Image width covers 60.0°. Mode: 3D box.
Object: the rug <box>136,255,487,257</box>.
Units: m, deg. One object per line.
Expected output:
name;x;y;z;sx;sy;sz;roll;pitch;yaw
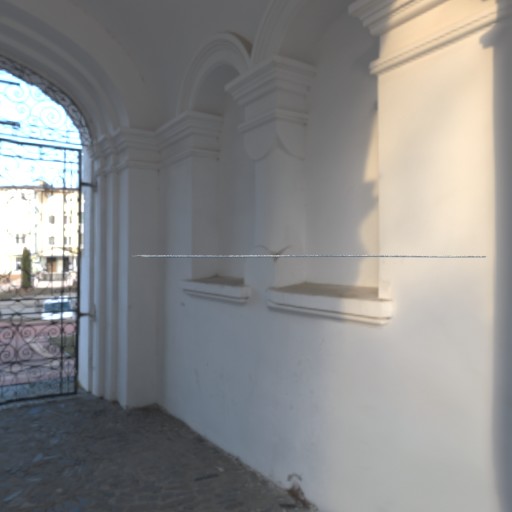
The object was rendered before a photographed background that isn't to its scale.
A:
rug;0.000;0.000;2.179;1.135;0.010;1.740;0;0;-17
